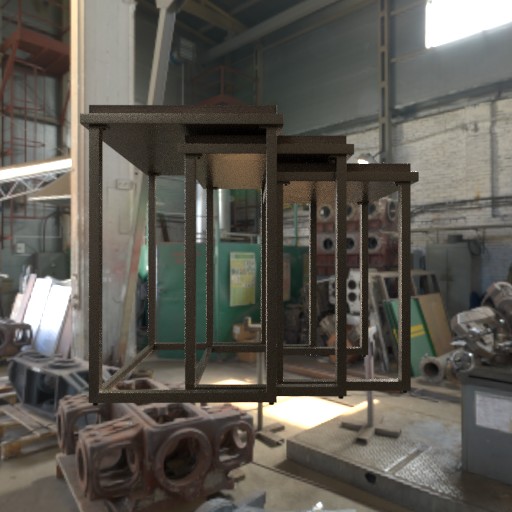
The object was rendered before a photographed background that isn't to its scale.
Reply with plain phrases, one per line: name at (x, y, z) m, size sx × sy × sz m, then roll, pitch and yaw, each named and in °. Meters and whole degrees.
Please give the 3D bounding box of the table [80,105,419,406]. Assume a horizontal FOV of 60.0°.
table at (0.000, 0.000, 1.164) m, size 0.706 × 0.610 × 0.559 m, roll 0°, pitch 0°, yaw 0°
